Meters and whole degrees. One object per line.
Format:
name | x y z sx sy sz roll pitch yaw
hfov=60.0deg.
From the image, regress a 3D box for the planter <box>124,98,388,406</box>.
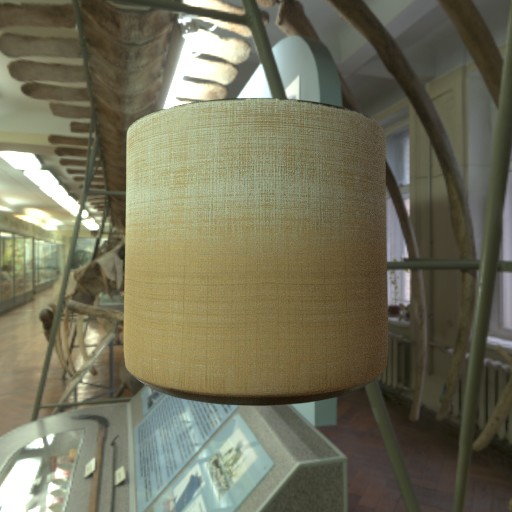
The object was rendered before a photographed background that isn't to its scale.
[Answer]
planter | 0.000 0.000 0.386 0.221 0.201 0.221 0 0 0
